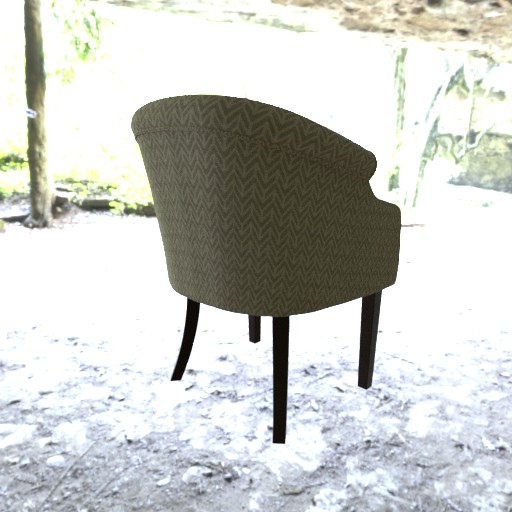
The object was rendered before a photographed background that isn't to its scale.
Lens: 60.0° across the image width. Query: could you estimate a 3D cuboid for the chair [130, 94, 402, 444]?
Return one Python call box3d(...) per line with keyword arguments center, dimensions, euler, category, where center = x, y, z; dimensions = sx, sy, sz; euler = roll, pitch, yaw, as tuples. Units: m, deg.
box3d(center=(0.000, 0.000, 1.311), dimensions=(0.686, 0.858, 0.613), euler=(13, 18, 43), category="chair")
